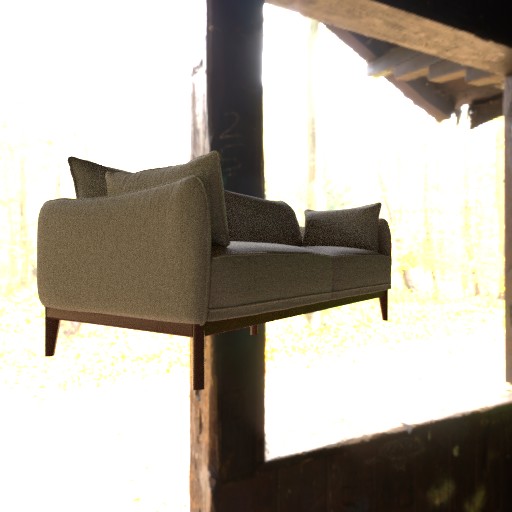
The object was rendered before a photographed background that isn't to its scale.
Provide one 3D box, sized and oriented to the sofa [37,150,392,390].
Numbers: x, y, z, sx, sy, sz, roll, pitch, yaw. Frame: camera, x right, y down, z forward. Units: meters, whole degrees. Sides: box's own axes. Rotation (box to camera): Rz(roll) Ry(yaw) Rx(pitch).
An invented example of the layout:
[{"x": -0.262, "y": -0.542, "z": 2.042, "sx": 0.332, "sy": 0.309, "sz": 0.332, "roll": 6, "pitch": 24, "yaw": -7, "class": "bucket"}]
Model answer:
[{"x": 0.000, "y": 0.000, "z": 2.427, "sx": 0.991, "sy": 0.860, "sz": 1.989, "roll": 0, "pitch": 0, "yaw": 34, "class": "sofa"}]
